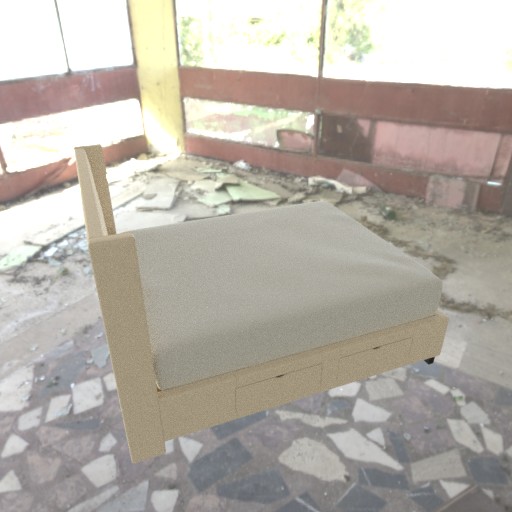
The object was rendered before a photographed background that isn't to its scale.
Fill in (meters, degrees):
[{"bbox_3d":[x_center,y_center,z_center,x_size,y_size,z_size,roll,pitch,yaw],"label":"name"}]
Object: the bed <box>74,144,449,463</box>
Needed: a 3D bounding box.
[{"bbox_3d":[0.000,0.000,3.363,2.280,1.471,1.765,-11,30,-19],"label":"bed"}]
